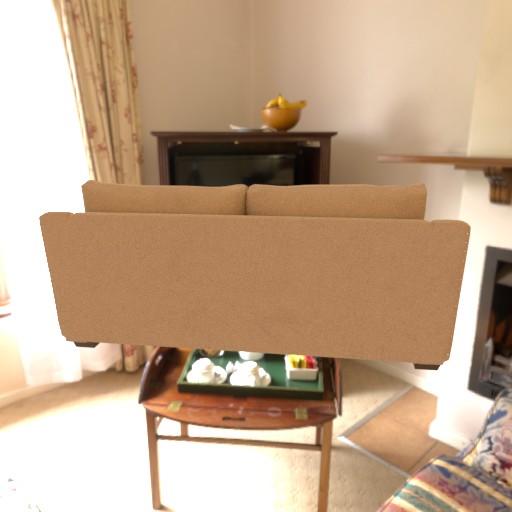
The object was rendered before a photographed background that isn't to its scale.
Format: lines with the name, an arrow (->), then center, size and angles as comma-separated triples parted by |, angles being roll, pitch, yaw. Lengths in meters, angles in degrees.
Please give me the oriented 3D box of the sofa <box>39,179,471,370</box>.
sofa -> 0.000, 0.000, 2.548 | 1.967, 0.901, 1.030 | 2, 15, 8
